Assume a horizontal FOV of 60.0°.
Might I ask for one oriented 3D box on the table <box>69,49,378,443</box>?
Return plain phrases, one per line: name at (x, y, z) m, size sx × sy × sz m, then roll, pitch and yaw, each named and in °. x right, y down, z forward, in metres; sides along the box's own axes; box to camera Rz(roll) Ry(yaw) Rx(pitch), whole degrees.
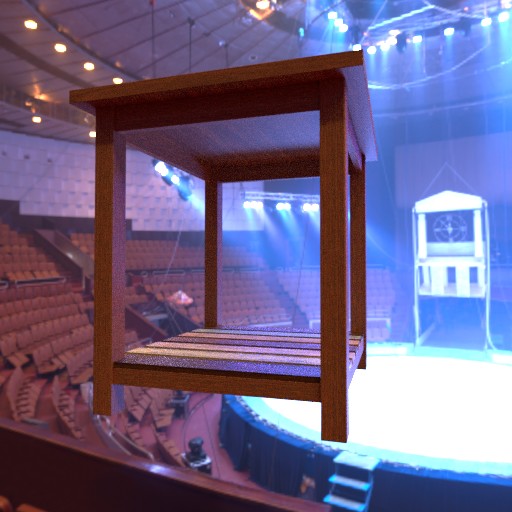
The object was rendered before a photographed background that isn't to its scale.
table at (0.000, 0.000, 1.090) m, size 0.559 × 0.635 × 0.660 m, roll 0°, pitch -1°, yaw 17°
